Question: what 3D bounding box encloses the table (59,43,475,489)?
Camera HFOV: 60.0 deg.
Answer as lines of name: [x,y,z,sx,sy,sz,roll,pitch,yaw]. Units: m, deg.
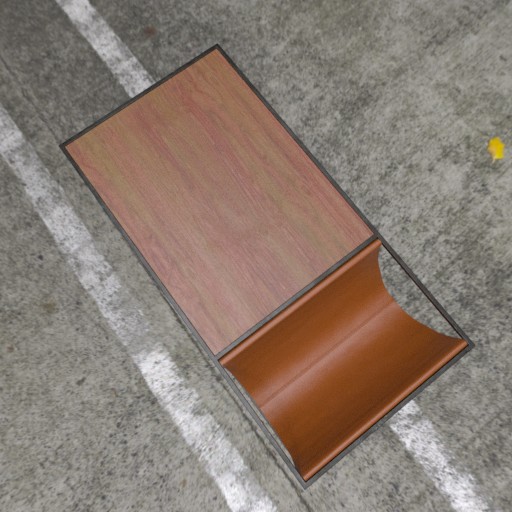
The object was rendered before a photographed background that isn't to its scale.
table: [0.000,0.000,1.470,0.597,0.403,1.199,-36,79,-8]
